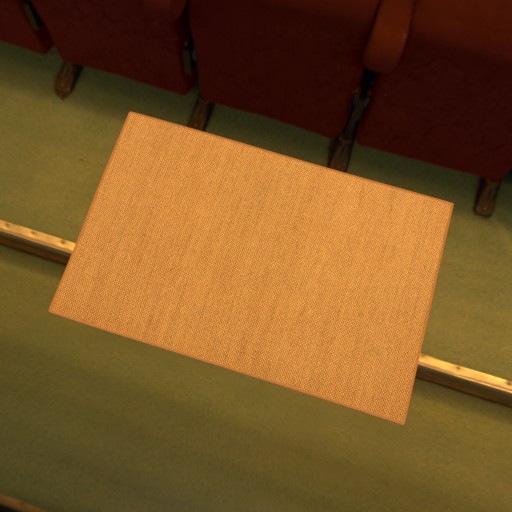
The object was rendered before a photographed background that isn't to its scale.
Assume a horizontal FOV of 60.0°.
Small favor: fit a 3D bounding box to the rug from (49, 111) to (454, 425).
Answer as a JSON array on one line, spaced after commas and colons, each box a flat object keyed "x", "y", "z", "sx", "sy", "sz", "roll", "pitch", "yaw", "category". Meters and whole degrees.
[{"x": 0.000, "y": 0.000, "z": 2.077, "sx": 1.668, "sy": 0.012, "sz": 1.061, "roll": 17, "pitch": 78, "yaw": 4, "category": "rug"}]
